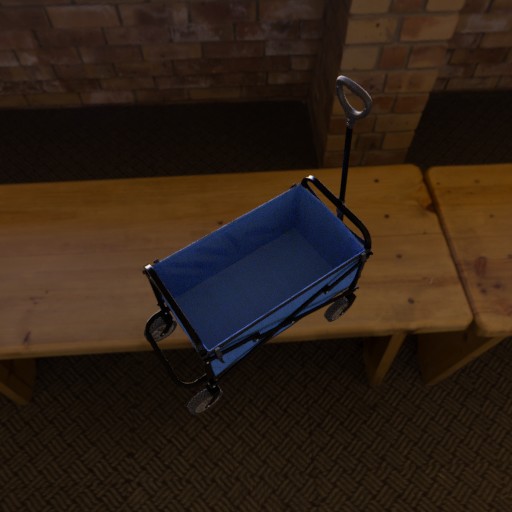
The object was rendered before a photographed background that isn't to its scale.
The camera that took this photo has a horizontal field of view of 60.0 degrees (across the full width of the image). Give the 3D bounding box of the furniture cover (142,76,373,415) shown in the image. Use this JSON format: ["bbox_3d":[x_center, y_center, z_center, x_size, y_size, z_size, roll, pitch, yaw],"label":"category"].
[{"bbox_3d":[0.000,0.000,1.790,1.038,1.295,0.532,-31,62,-18],"label":"furniture cover"}]
